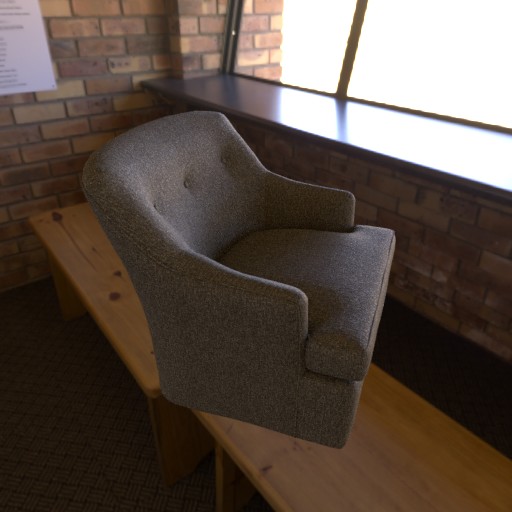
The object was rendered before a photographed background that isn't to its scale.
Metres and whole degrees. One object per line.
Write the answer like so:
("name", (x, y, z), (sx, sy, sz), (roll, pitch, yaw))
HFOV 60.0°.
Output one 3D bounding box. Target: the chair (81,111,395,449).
("chair", (0.000, 0.000, 1.593), (0.923, 0.856, 0.864), (11, 32, 18))
